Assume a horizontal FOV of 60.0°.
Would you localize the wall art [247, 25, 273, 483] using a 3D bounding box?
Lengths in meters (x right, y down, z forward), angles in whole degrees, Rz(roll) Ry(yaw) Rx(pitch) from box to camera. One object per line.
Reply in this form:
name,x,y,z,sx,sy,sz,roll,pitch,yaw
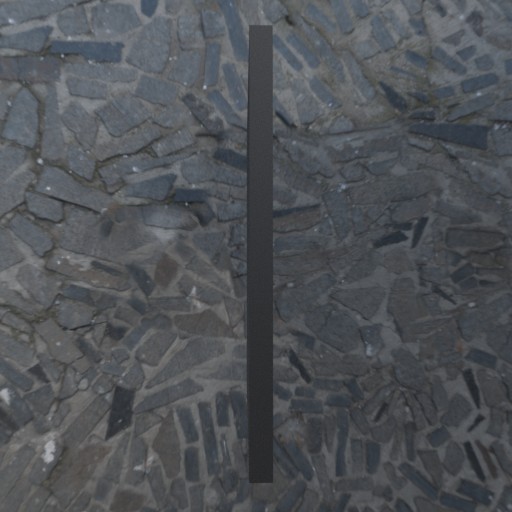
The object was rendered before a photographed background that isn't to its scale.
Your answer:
wall art,0.000,0.000,0.768,0.029,0.457,0.558,0,88,-2
